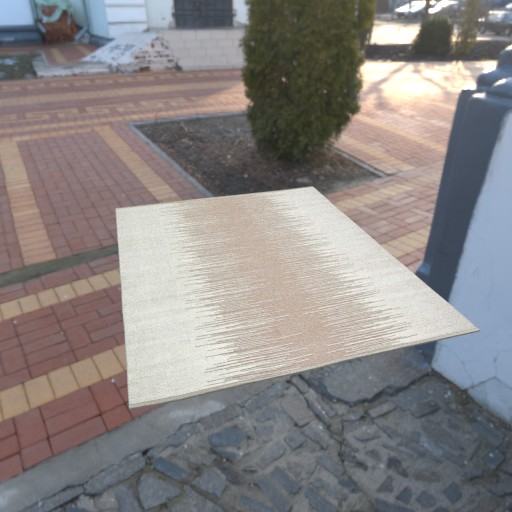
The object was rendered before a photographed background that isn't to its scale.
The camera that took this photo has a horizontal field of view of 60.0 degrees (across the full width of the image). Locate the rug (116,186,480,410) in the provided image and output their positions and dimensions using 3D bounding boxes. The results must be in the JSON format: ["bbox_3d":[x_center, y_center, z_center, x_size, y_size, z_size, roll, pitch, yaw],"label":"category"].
[{"bbox_3d":[0.000,0.000,4.114,2.438,0.013,3.048,-8,31,-15],"label":"rug"}]
